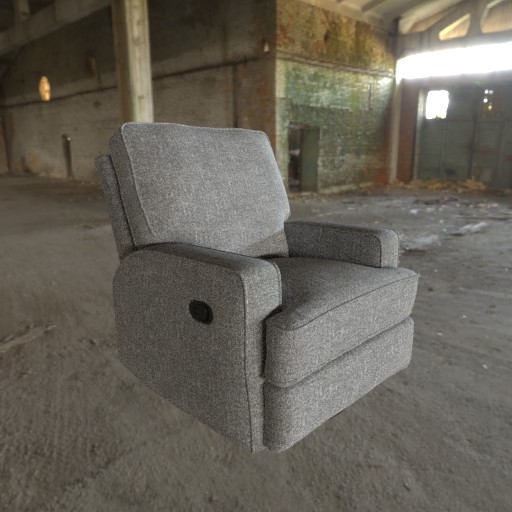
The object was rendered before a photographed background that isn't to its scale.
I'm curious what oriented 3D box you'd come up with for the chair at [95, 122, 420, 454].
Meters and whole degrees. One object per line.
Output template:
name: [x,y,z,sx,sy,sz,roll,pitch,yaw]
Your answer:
chair: [0.000,0.000,1.654,0.964,0.962,0.861,13,19,43]
